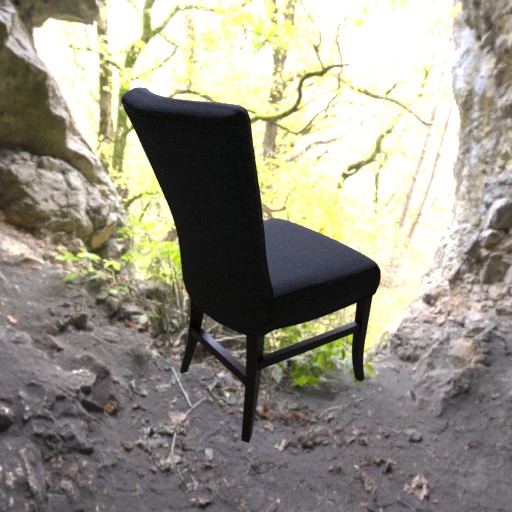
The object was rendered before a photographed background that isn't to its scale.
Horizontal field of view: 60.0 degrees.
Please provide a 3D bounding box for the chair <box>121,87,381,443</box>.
[{"bbox_3d":[0.000,0.000,1.390,0.660,0.991,0.520,-19,32,-33],"label":"chair"}]
